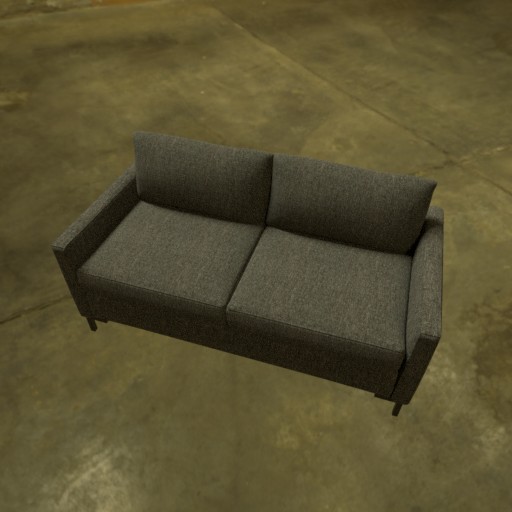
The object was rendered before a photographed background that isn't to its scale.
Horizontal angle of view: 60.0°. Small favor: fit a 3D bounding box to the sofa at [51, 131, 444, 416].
[{"bbox_3d":[0.000,0.000,2.221,1.716,0.862,0.866,12,44,13],"label":"sofa"}]
